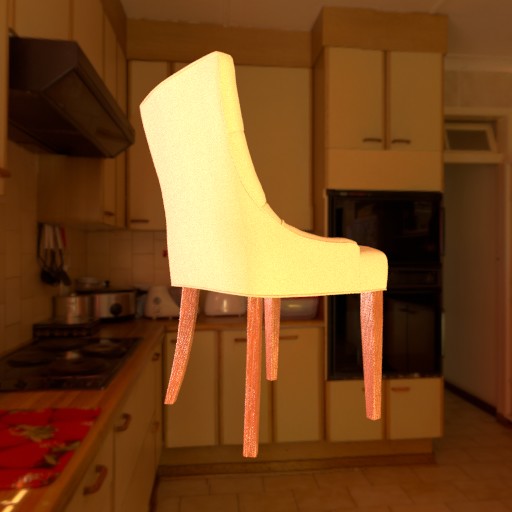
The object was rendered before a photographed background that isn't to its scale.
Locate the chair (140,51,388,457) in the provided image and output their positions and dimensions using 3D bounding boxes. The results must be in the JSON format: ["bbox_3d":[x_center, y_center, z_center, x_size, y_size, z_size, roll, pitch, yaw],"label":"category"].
[{"bbox_3d":[0.000,0.000,1.240,0.565,0.874,0.509,0,0,-36],"label":"chair"}]
